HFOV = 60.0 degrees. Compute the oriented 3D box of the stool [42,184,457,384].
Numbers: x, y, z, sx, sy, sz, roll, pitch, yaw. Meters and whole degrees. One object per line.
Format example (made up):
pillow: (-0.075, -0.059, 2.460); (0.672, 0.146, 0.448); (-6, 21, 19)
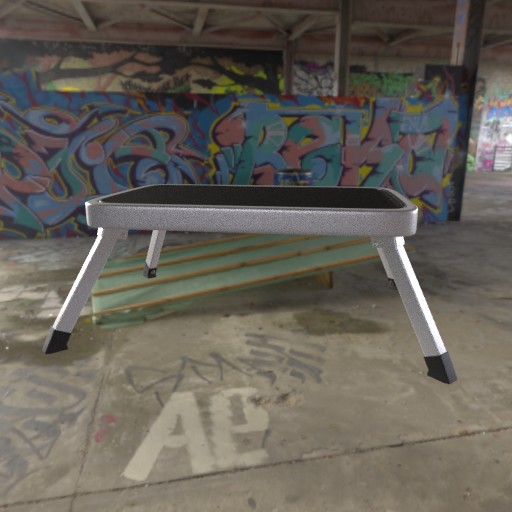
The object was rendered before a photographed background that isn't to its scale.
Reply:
stool: (0.000, 0.000, 0.607); (0.460, 0.170, 0.320); (2, 15, 8)
